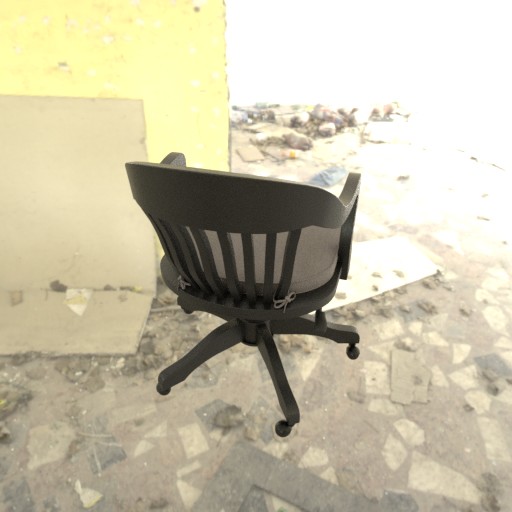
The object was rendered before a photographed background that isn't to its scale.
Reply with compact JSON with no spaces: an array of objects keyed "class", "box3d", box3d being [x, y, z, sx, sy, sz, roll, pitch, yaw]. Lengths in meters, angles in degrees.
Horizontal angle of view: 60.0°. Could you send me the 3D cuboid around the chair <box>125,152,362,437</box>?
[{"class":"chair","box3d":[0.000,0.000,1.446,0.750,0.878,0.788,10,34,15]}]
